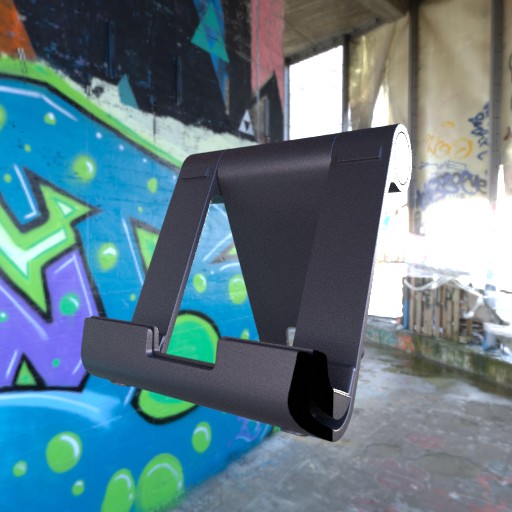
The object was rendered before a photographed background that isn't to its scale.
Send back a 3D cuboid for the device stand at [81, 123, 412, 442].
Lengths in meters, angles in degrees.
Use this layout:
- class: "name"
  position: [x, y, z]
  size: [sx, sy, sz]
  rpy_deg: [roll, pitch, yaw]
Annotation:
- class: "device stand"
  position: [0.000, 0.000, 0.151]
  size: [0.088, 0.084, 0.079]
  rpy_deg: [1, 2, 34]
